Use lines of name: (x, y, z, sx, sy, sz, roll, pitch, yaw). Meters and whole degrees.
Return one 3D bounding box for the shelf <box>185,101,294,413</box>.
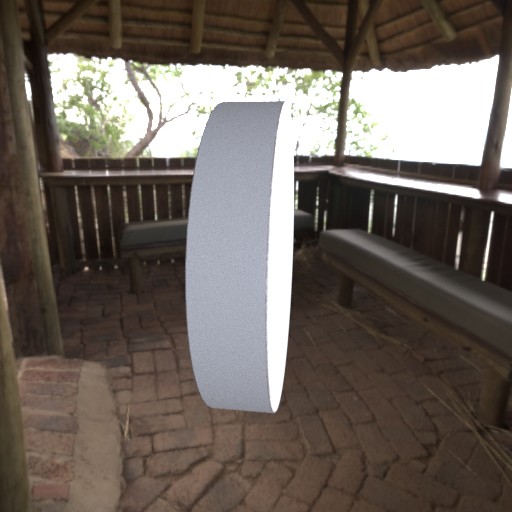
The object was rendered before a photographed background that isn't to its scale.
shelf: (0.000, 0.000, 1.222, 0.158, 0.807, 0.806, 2, 15, 8)
